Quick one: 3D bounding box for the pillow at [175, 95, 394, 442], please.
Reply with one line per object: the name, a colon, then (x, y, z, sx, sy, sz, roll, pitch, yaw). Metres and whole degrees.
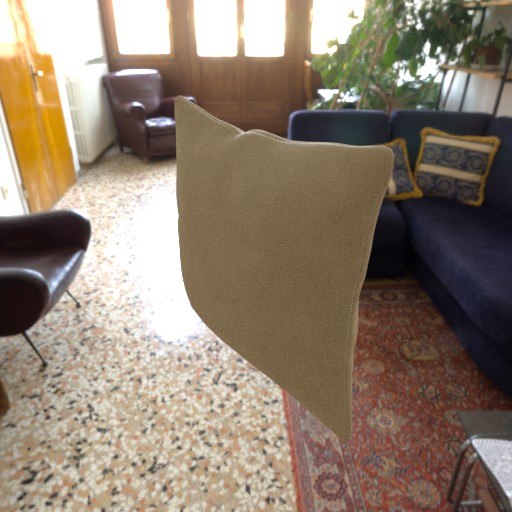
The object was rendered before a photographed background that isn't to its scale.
pillow: (0.000, 0.000, 0.680, 0.162, 0.420, 0.437, -20, 34, -33)
